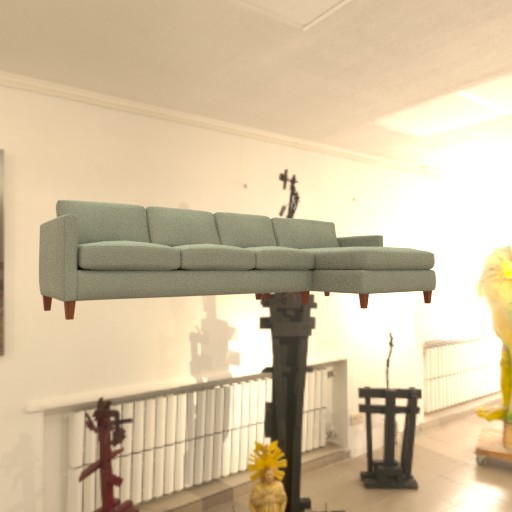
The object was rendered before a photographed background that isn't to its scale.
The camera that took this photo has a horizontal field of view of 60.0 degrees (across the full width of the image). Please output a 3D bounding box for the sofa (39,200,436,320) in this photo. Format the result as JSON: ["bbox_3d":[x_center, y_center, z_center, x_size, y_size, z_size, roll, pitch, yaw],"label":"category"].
[{"bbox_3d":[0.000,0.000,4.160,3.471,0.950,1.604,1,-2,-36],"label":"sofa"}]
